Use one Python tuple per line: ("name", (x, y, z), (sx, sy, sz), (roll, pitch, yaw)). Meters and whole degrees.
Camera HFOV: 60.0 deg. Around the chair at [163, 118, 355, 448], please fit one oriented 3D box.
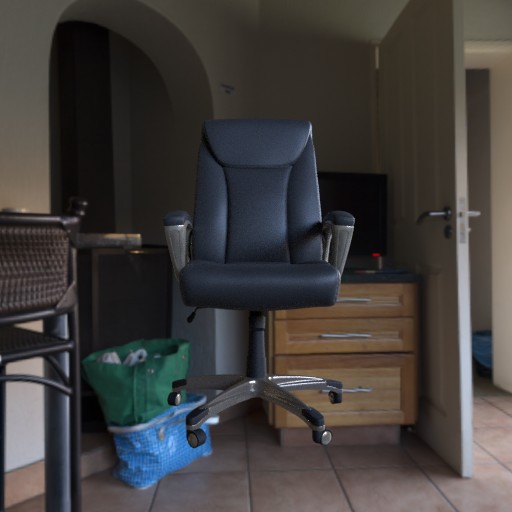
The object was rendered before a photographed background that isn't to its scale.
("chair", (0.000, 0.000, 1.650), (0.694, 1.188, 0.748), (0, 0, -1))
